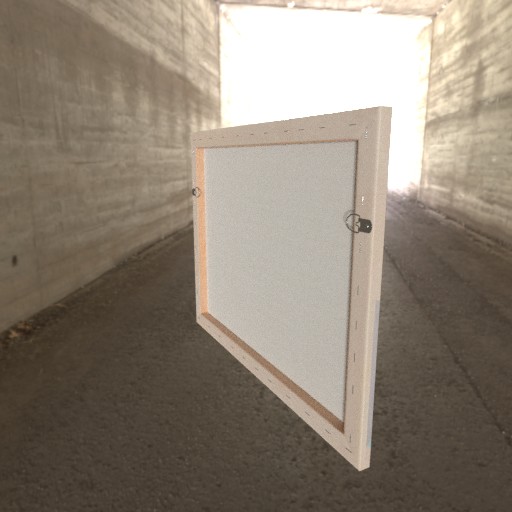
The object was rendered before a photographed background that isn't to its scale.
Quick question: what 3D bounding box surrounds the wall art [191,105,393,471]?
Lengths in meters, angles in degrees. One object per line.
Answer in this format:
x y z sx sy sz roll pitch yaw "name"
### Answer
0.000 0.000 1.594 0.042 0.912 1.219 -7 14 -27 "wall art"
